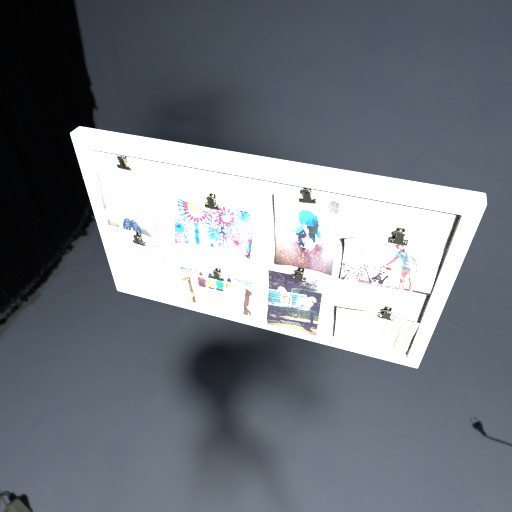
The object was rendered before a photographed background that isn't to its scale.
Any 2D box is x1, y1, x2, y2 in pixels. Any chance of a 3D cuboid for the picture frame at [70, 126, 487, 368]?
[{"bbox_3d":[0.000,0.000,0.791,0.647,0.379,0.044,12,43,14],"label":"picture frame"}]
